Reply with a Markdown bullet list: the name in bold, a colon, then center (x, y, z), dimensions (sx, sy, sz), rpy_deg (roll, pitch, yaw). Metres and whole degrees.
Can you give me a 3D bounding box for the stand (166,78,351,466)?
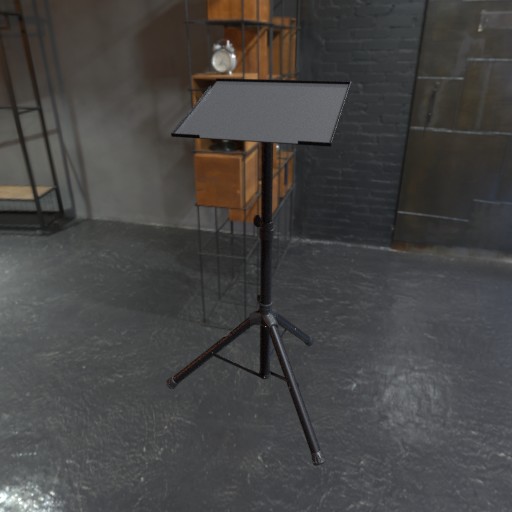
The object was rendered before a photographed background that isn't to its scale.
- **stand**: center (0.000, 0.000, 1.635), dimensions (0.702, 1.198, 0.702), rpy_deg (8, 27, 16)
